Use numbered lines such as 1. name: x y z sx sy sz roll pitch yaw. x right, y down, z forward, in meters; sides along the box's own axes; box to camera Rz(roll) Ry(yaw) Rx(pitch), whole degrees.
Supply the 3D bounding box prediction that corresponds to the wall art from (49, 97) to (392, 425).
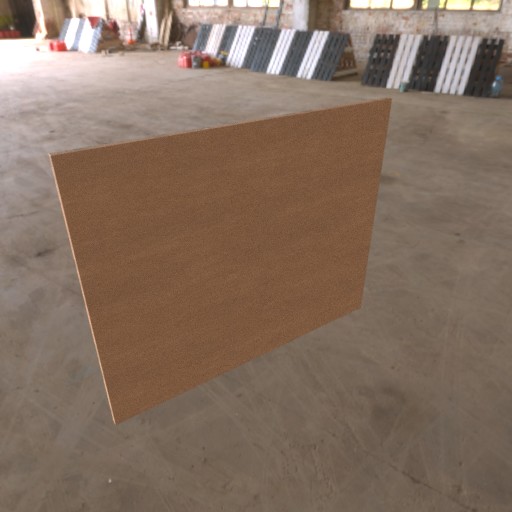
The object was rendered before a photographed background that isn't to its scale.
1. wall art: 0.000 0.000 0.677 0.508 0.408 0.010 -19 36 -29
